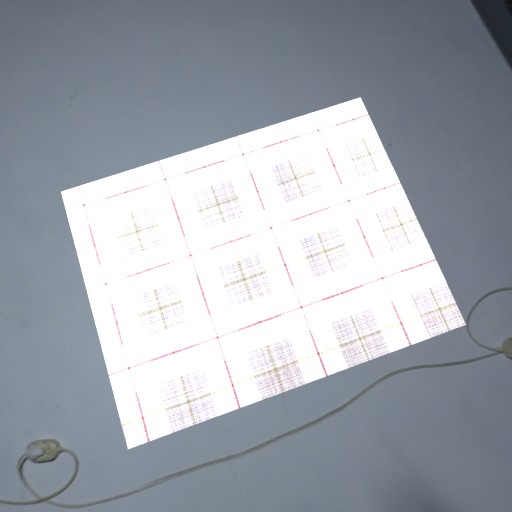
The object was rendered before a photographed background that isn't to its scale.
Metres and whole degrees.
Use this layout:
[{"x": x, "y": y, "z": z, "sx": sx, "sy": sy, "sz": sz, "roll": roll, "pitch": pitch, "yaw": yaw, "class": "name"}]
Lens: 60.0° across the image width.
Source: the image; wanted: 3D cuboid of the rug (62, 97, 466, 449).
[{"x": 0.000, "y": 0.000, "z": 3.908, "sx": 2.959, "sy": 0.016, "sz": 2.317, "roll": -19, "pitch": 76, "yaw": -5, "class": "rug"}]
